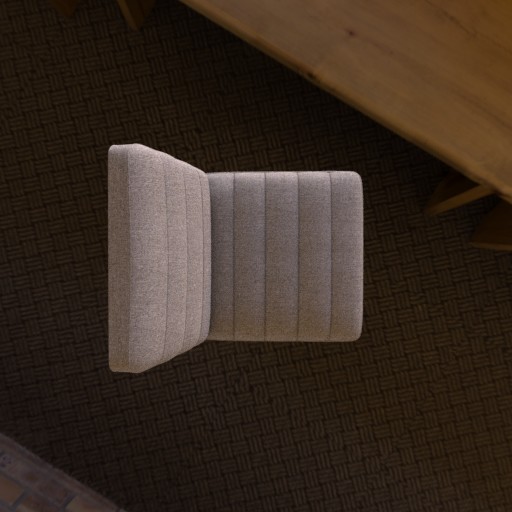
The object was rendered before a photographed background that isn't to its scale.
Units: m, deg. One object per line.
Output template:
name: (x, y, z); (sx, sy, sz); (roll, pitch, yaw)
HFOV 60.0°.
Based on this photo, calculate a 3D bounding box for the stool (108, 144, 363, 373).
stool: (0.000, 0.000, 1.358); (0.571, 1.034, 0.459); (0, 91, 0)
